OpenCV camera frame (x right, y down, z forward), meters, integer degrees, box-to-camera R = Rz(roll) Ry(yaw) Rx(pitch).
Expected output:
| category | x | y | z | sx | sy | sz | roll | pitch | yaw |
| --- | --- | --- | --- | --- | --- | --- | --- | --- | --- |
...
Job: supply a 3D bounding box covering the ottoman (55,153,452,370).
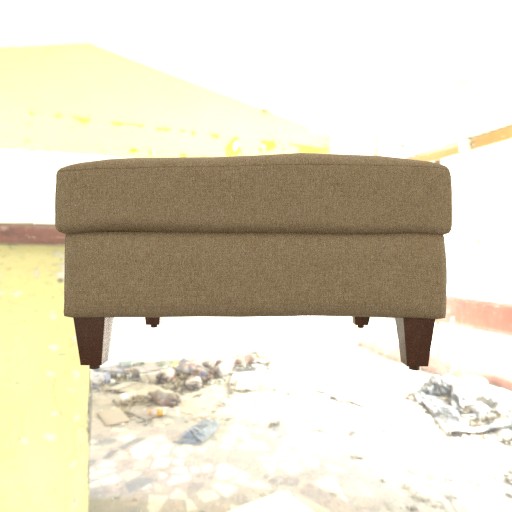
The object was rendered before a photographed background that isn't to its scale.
| category | x | y | z | sx | sy | sz | roll | pitch | yaw |
| --- | --- | --- | --- | --- | --- | --- | --- | --- | --- |
| ottoman | 0.000 | 0.000 | 1.293 | 0.889 | 0.511 | 0.692 | 0 | 0 | 1 |
